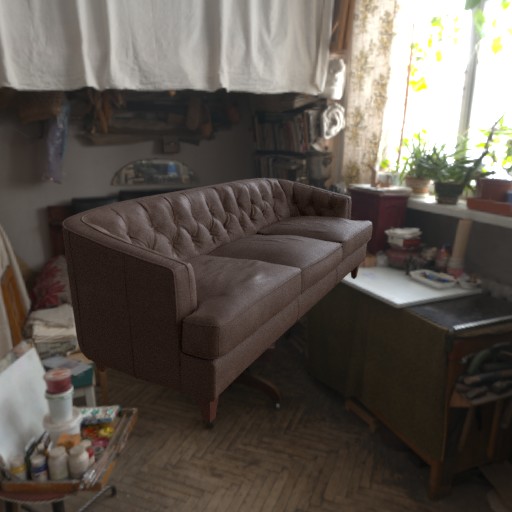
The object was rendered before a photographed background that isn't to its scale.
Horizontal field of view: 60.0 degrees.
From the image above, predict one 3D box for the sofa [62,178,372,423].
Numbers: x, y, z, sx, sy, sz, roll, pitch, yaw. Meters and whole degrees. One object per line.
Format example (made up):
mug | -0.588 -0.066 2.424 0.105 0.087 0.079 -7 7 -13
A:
sofa | 0.000 0.000 2.696 0.927 0.787 2.227 8 17 27
